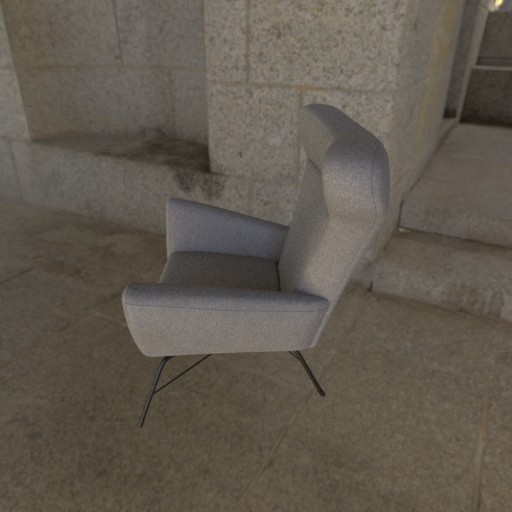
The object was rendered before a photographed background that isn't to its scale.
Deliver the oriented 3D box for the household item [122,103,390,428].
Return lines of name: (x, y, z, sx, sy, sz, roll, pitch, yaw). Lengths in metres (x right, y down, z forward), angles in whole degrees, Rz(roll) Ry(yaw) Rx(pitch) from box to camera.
household item: (0.000, 0.000, 1.764, 0.900, 1.050, 0.980, 0, 27, 0)
